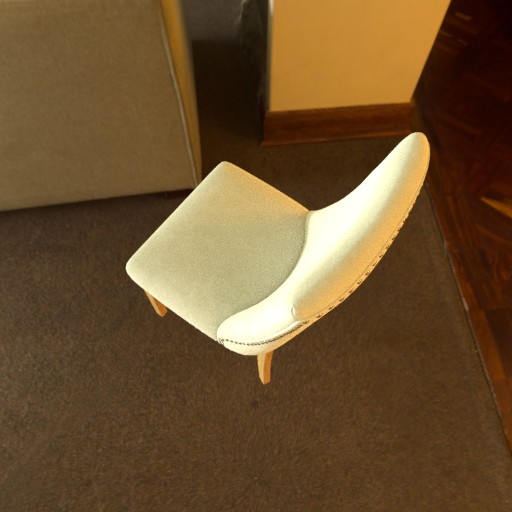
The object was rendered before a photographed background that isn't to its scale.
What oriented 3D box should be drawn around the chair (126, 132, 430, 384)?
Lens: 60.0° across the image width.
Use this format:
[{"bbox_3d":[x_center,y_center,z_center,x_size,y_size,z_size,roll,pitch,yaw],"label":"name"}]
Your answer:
[{"bbox_3d":[0.000,0.000,1.252,0.610,0.902,0.495,33,68,15],"label":"chair"}]
